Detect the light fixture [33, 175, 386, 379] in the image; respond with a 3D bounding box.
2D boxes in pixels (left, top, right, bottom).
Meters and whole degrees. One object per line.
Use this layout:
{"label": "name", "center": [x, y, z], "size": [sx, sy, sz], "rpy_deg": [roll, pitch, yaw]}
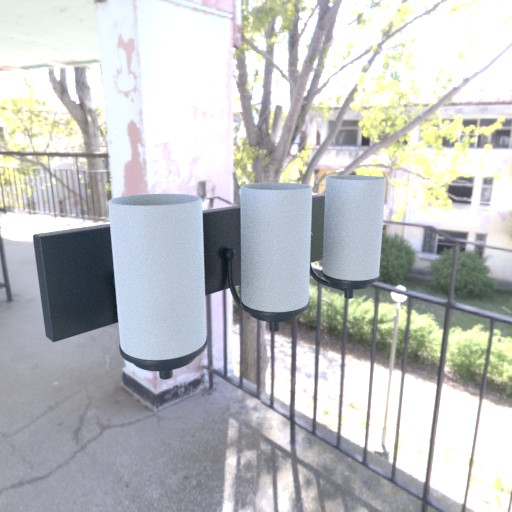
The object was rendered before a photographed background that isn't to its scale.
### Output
{"label": "light fixture", "center": [0.000, 0.000, 0.534], "size": [0.451, 0.172, 0.145], "rpy_deg": [-14, 21, -43]}
